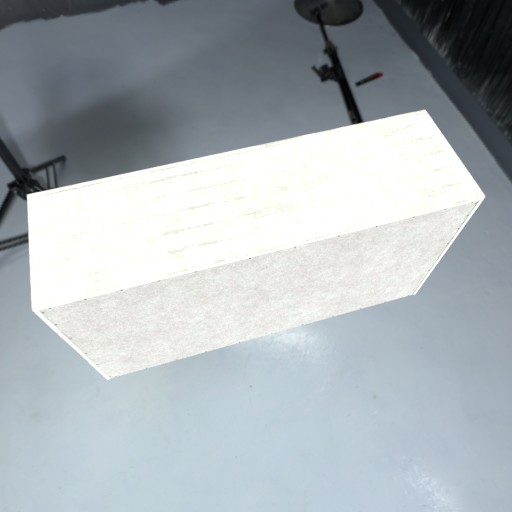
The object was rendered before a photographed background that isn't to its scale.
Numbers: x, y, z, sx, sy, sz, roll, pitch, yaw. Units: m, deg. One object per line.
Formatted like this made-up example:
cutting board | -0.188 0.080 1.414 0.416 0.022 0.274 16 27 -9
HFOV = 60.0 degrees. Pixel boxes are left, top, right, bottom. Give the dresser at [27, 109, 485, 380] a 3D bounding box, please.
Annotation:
dresser | 0.000 0.000 2.022 1.628 0.889 0.483 -14 61 -8
